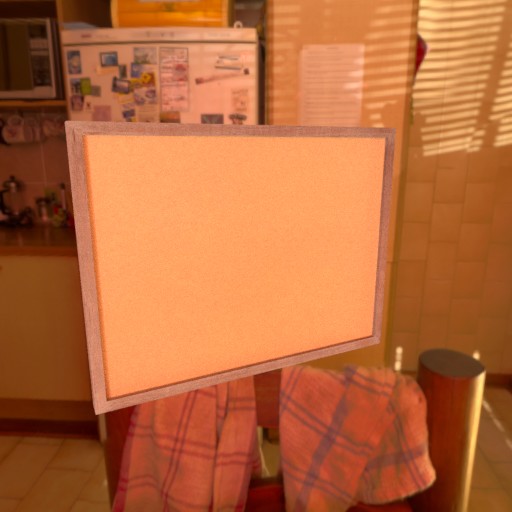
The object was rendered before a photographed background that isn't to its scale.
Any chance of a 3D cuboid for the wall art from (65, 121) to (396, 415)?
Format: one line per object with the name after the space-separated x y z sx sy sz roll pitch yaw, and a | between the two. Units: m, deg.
0.000 0.000 1.783 1.320 1.009 0.070 -7 16 -26 | wall art
